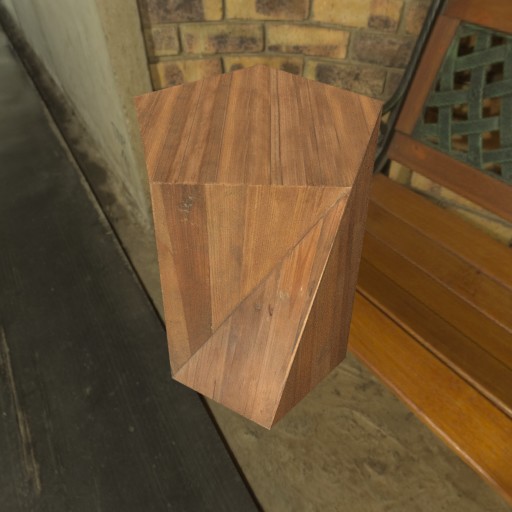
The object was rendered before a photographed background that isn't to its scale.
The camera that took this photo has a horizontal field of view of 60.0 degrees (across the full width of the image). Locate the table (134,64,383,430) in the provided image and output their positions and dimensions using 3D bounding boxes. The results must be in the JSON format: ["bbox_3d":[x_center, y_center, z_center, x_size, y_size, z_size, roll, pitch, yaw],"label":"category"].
[{"bbox_3d":[0.000,0.000,0.905,0.441,0.604,0.425,16,46,16],"label":"table"}]
